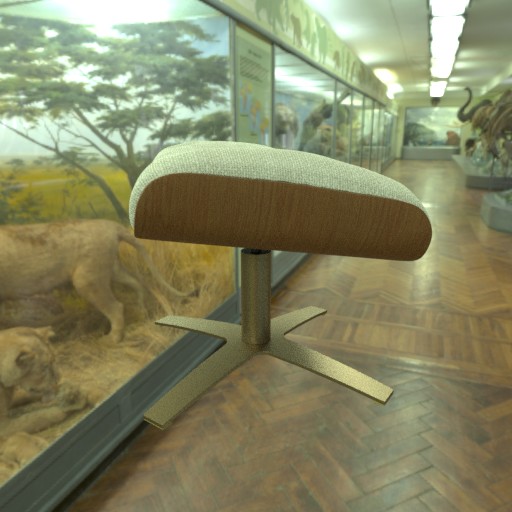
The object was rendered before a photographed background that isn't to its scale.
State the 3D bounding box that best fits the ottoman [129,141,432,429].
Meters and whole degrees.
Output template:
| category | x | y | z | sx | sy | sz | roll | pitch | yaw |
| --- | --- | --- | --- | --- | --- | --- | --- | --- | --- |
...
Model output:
| category | x | y | z | sx | sy | sz | roll | pitch | yaw |
| --- | --- | --- | --- | --- | --- | --- | --- | --- | --- |
| ottoman | 0.000 | 0.000 | 0.793 | 0.394 | 0.391 | 0.520 | -3 | 16 | -9 |
